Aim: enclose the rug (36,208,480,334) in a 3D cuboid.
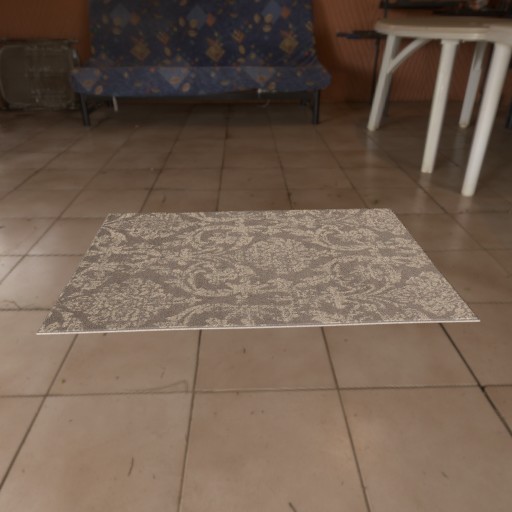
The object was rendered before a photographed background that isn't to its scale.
[{"bbox_3d":[0.000,0.000,2.342,1.824,0.012,1.206,-1,29,-2],"label":"rug"}]
